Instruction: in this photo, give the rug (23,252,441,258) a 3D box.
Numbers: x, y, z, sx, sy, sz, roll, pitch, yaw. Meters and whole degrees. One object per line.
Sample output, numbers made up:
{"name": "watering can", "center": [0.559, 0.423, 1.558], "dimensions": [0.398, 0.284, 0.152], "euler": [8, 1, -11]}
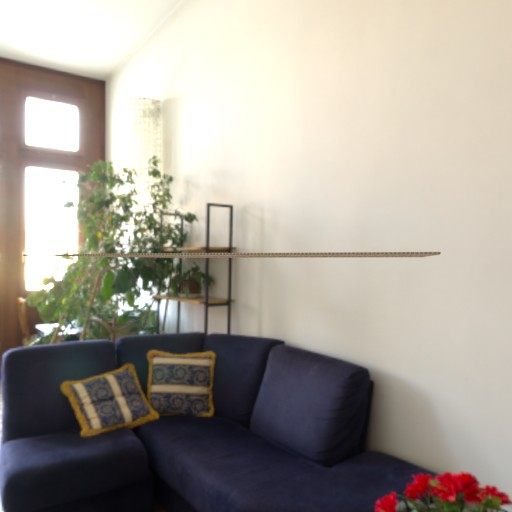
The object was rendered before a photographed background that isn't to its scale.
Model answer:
{"name": "rug", "center": [0.000, 0.000, 4.140], "dimensions": [3.048, 0.013, 2.438], "euler": [0, -1, 18]}
